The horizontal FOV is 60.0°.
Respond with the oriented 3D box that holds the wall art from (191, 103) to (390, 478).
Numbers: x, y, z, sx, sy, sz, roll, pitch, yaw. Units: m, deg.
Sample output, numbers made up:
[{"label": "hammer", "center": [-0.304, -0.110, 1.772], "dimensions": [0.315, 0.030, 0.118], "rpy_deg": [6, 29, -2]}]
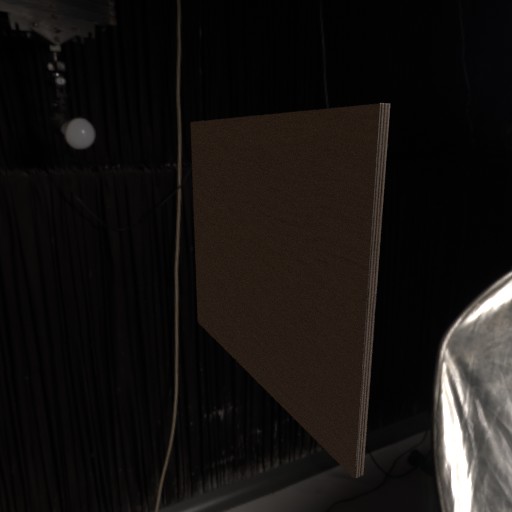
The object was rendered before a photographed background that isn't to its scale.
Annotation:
[{"label": "wall art", "center": [0.000, 0.000, 0.674], "dimensions": [0.013, 0.406, 0.508], "rpy_deg": [-8, 17, -27]}]
